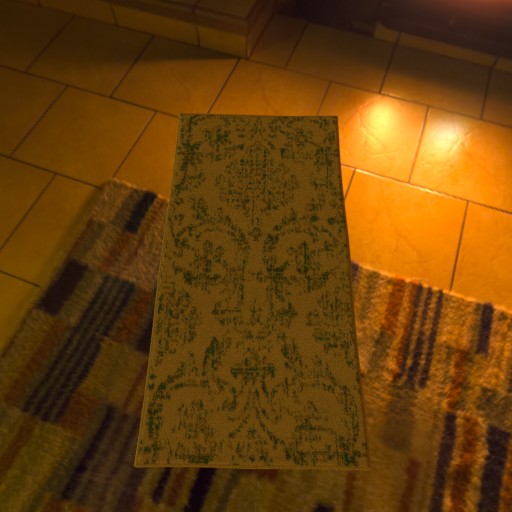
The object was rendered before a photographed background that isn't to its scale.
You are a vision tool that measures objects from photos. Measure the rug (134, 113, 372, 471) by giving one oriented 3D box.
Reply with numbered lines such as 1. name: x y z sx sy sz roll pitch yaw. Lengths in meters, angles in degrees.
1. rug: 0.000 0.000 1.407 0.605 0.007 1.220 1 63 0
